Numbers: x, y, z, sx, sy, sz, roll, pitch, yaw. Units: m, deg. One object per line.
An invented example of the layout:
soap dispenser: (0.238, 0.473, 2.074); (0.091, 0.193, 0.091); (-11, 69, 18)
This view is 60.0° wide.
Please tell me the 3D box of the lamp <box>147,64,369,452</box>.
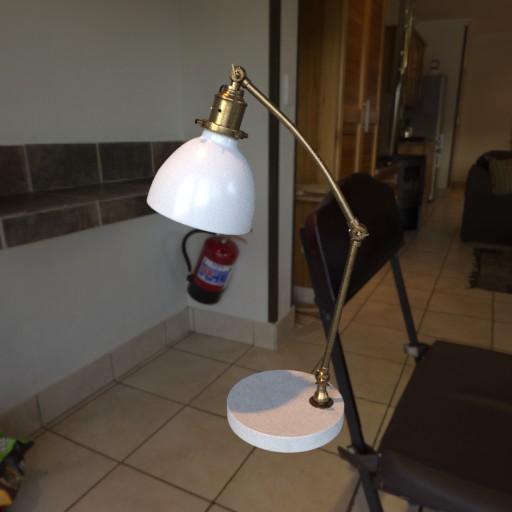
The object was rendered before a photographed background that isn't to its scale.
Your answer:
lamp: (0.000, 0.000, 0.654); (0.317, 0.522, 0.186); (2, 15, 8)
